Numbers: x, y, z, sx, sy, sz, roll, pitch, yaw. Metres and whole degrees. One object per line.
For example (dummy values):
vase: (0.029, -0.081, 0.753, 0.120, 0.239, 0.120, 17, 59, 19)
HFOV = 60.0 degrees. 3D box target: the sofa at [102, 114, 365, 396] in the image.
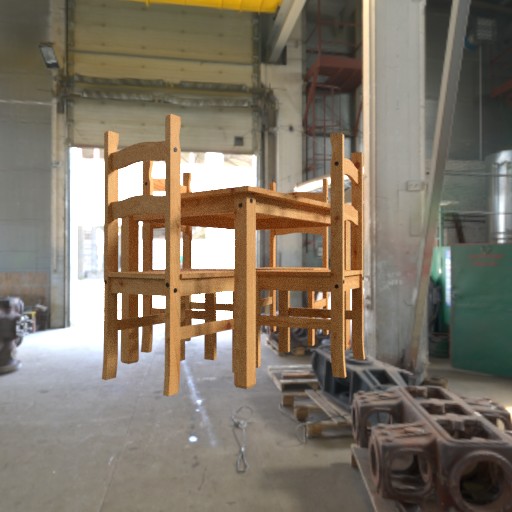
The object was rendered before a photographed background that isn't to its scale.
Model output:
sofa: (0.000, 0.000, 2.282, 1.144, 1.000, 1.529, 0, -1, 36)
